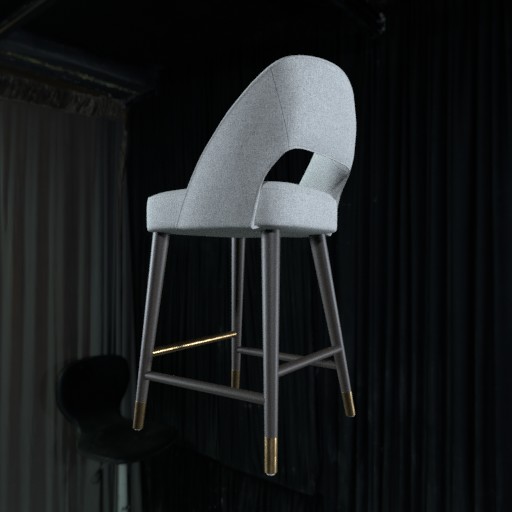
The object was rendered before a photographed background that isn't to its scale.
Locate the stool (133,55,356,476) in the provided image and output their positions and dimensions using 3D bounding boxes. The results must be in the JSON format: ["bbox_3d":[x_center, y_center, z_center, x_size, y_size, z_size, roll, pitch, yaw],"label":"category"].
[{"bbox_3d":[0.000,0.000,1.241,0.509,0.940,0.494,0,0,35],"label":"stool"}]
